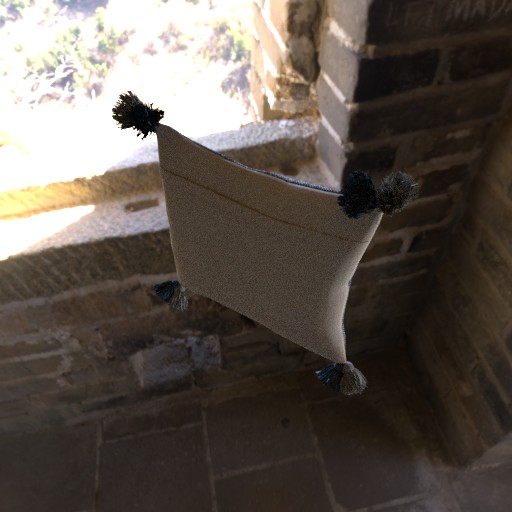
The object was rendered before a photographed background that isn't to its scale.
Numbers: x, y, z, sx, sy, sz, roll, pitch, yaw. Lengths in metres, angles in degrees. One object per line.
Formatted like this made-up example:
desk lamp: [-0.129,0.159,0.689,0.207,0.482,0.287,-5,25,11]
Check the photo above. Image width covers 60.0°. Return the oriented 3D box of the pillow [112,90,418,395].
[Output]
pillow: [0.000,0.000,0.939,0.614,0.634,0.138,24,51,21]
